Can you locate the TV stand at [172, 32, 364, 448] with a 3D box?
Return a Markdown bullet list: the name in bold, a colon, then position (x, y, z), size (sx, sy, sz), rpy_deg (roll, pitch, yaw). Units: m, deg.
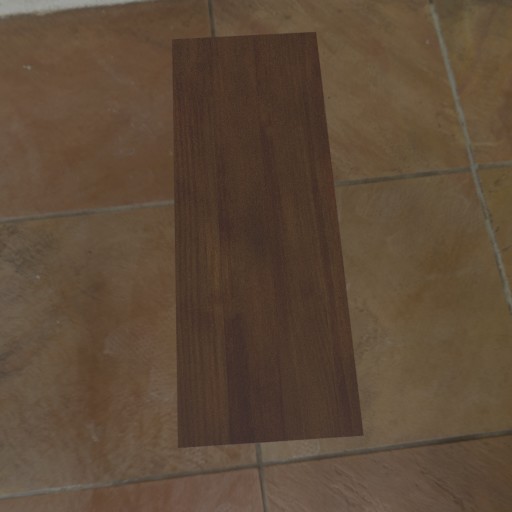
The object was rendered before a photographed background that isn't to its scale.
- **TV stand**: position (0.000, 0.000, 1.499), size (0.406, 0.813, 1.067), rpy_deg (-3, 75, -1)
